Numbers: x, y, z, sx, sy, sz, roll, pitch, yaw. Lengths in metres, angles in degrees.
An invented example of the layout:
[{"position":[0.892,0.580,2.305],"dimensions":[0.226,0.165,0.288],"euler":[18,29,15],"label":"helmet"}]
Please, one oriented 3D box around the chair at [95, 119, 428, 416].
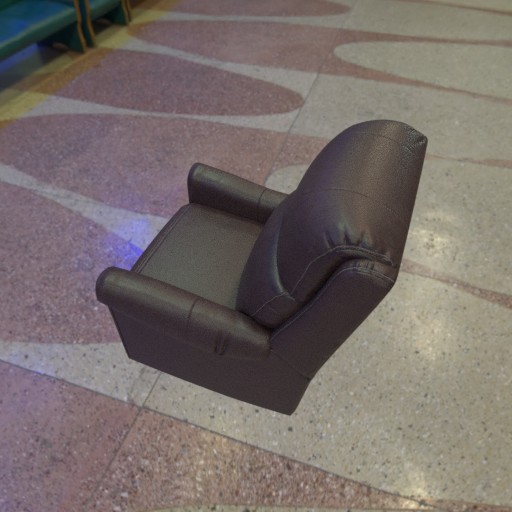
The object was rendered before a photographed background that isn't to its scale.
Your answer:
[{"position":[0.000,0.000,1.751],"dimensions":[1.014,1.054,0.838],"euler":[16,48,15],"label":"chair"}]
